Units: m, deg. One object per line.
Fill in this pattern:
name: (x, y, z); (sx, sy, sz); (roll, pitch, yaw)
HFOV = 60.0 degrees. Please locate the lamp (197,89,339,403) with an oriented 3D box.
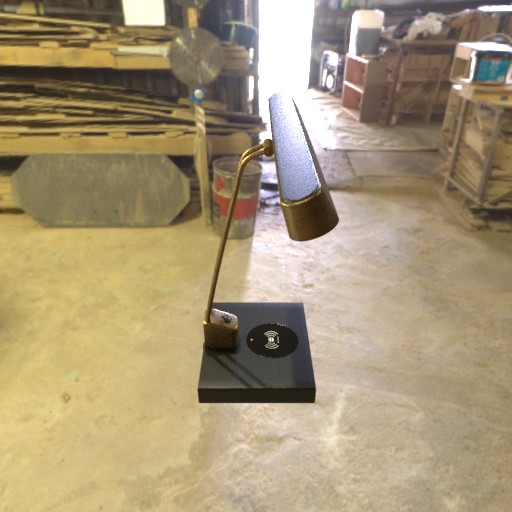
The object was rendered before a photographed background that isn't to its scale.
lamp: (0.000, 0.000, 0.577); (0.156, 0.345, 0.412); (0, 31, 0)
